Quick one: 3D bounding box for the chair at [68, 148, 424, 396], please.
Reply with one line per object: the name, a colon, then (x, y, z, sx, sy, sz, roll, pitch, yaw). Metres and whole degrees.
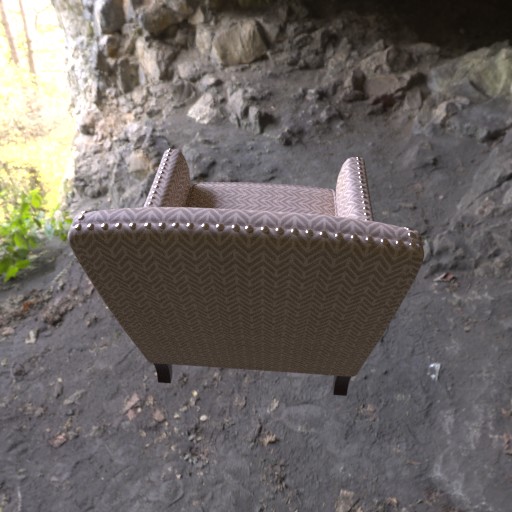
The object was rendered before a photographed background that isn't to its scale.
chair: (0.000, 0.000, 1.245, 0.623, 0.816, 0.651, 3, 48, 3)
